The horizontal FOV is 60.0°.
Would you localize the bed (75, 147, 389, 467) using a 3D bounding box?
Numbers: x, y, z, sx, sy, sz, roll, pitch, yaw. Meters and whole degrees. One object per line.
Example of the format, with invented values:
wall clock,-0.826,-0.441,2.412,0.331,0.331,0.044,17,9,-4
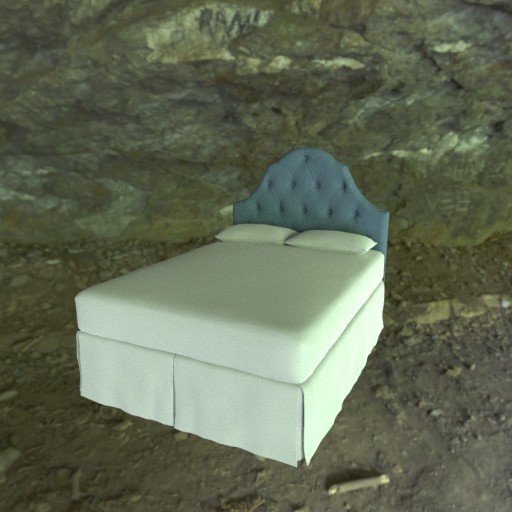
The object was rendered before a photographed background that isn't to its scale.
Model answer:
bed,0.000,0.000,3.302,1.636,1.575,2.155,7,15,26
